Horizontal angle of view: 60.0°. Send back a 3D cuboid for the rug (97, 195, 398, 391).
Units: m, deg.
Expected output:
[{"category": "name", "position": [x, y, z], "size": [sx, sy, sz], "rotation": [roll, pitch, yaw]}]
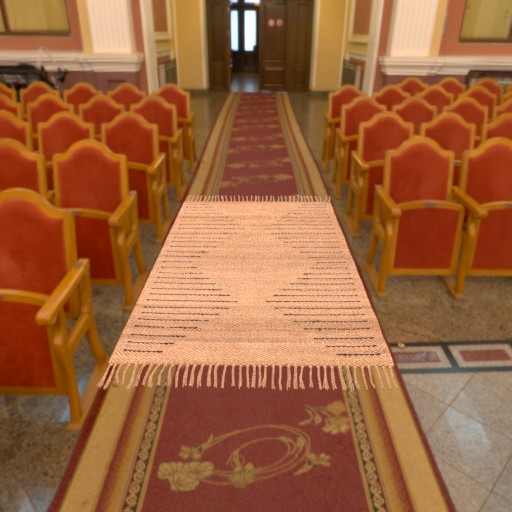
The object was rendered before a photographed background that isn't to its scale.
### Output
[{"category": "rug", "position": [0.000, 0.000, 2.039], "size": [0.905, 0.017, 1.718], "rotation": [0, 27, 1]}]
